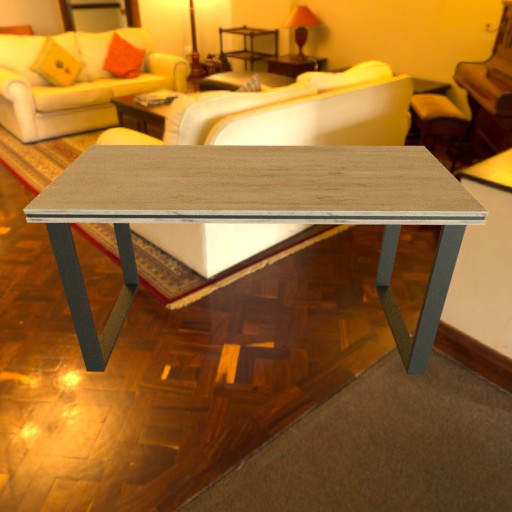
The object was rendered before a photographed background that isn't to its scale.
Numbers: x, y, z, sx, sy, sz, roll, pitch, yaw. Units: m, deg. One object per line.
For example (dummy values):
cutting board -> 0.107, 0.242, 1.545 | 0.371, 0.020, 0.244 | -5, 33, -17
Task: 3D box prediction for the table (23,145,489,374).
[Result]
table -> 0.000, 0.000, 2.267 | 1.778, 0.899, 0.795 | 0, 32, 1
